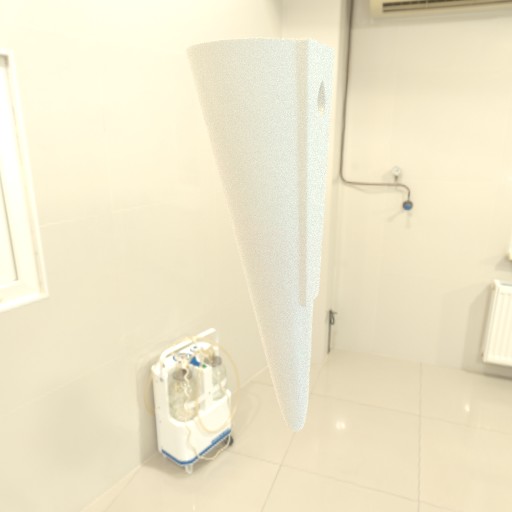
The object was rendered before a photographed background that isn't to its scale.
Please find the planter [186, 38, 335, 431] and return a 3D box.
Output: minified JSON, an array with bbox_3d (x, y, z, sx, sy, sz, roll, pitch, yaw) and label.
[{"bbox_3d":[0.000,0.000,0.226,0.064,0.193,0.057,8,19,26],"label":"planter"}]
